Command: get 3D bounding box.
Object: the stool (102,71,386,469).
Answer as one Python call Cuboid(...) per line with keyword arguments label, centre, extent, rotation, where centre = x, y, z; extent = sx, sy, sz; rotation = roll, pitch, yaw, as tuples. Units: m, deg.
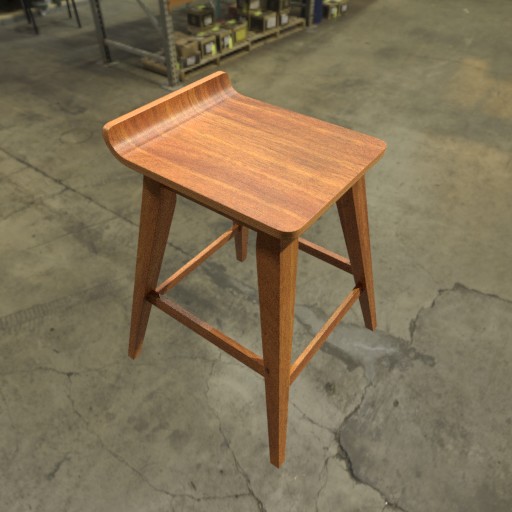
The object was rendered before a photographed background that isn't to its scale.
Cuboid(label="stool", centre=(0.000, 0.000, 1.025), extent=(0.500, 0.650, 0.500), rotation=(27, 49, 26))
